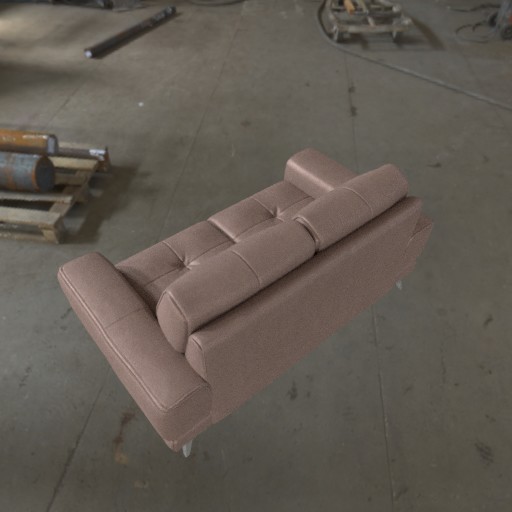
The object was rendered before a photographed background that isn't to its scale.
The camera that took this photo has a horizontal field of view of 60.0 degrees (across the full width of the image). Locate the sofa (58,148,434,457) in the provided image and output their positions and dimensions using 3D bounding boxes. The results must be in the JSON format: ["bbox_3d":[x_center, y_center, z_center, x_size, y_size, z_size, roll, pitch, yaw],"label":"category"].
[{"bbox_3d":[0.000,0.000,2.383,1.806,0.907,1.018,-30,52,-27],"label":"sofa"}]
